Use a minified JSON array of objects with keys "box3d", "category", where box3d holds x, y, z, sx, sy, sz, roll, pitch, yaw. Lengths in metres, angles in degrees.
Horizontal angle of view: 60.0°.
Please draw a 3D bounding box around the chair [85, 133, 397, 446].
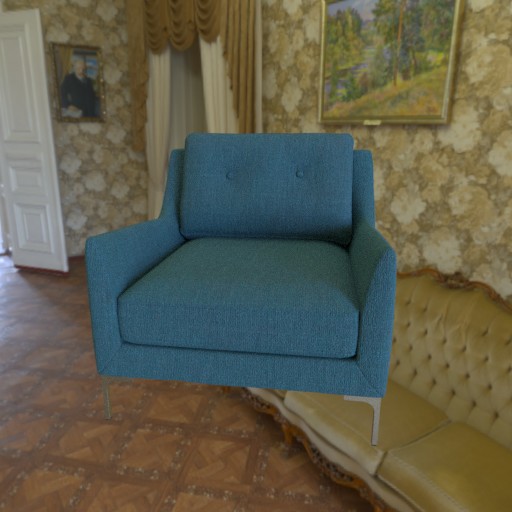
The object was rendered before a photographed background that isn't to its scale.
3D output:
[{"box3d":[0.000,0.000,1.547,0.847,0.828,0.849,2,16,8],"category":"chair"}]
